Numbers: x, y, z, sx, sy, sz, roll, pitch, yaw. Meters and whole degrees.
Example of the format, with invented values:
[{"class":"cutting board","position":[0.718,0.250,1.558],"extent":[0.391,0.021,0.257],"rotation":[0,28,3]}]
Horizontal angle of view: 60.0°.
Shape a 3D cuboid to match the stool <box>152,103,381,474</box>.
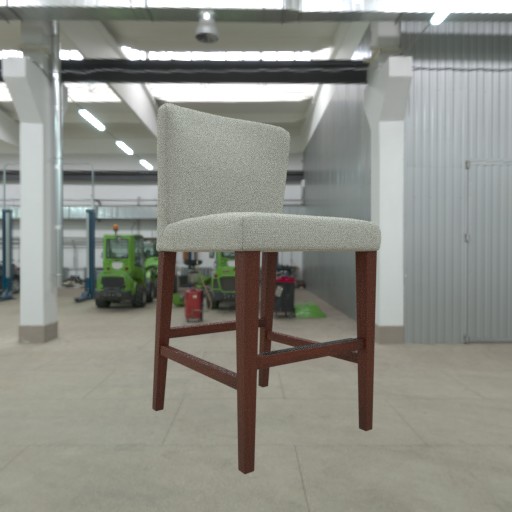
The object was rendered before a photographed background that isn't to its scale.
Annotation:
[{"class":"stool","position":[0.000,0.000,1.317],"extent":[0.481,0.969,0.568],"rotation":[0,1,-36]}]
